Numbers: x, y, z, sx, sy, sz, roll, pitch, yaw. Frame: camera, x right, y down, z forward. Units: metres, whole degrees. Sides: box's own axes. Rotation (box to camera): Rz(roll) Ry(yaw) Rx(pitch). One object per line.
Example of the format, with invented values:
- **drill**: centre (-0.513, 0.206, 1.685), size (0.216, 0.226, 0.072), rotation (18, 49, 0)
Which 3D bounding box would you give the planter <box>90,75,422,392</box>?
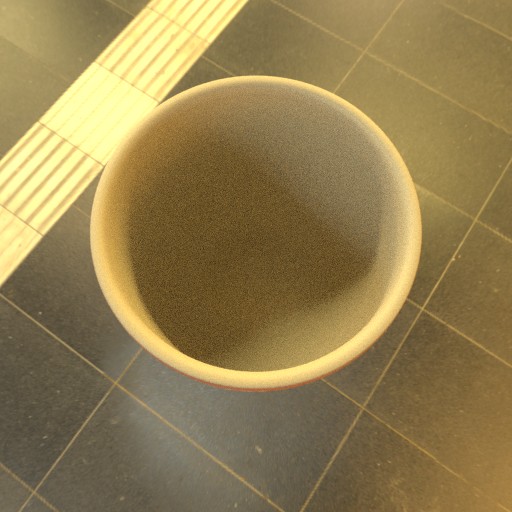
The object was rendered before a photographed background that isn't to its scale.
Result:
- **planter**: centre (0.000, 0.000, 0.215), size (0.124, 0.109, 0.124), rotation (0, 74, 0)
